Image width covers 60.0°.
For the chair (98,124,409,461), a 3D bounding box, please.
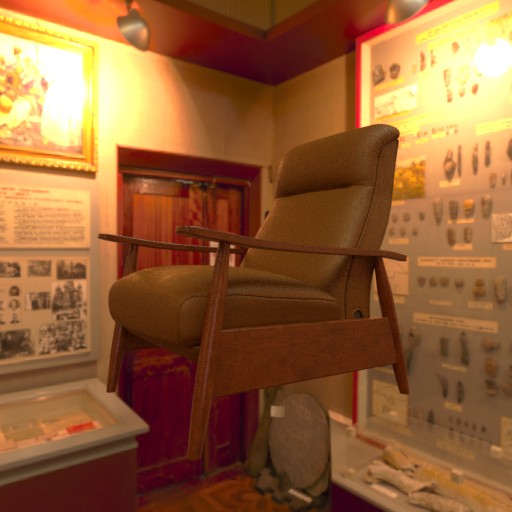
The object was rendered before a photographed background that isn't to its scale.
[{"bbox_3d":[0.000,0.000,1.751,1.014,1.082,0.762,-1,1,-36],"label":"chair"}]
